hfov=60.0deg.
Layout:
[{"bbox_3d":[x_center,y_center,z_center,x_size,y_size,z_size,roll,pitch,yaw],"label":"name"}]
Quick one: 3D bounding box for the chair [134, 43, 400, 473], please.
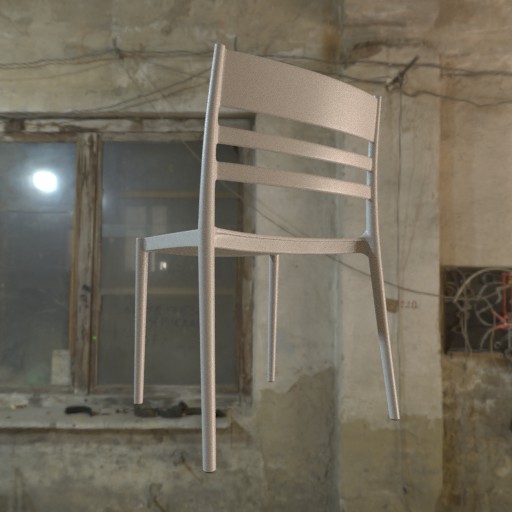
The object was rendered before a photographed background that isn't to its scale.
[{"bbox_3d":[0.000,0.000,1.145,0.531,0.800,0.511,1,-3,-34],"label":"chair"}]
